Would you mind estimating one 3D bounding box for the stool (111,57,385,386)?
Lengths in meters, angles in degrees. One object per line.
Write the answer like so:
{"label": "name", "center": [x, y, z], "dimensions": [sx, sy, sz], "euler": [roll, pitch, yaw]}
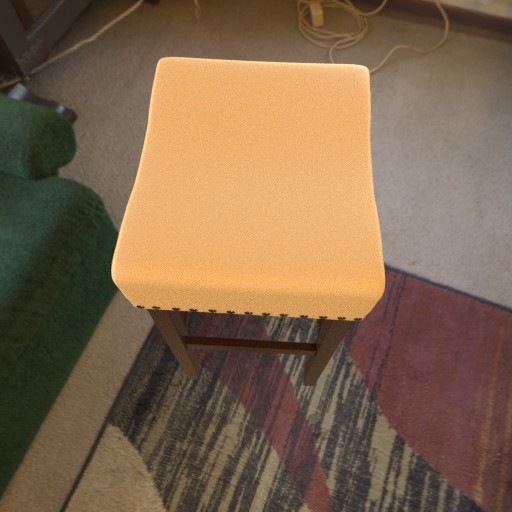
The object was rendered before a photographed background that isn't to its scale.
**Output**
{"label": "stool", "center": [0.000, 0.000, 1.064], "dimensions": [0.401, 0.762, 0.471], "euler": [3, 64, 2]}
